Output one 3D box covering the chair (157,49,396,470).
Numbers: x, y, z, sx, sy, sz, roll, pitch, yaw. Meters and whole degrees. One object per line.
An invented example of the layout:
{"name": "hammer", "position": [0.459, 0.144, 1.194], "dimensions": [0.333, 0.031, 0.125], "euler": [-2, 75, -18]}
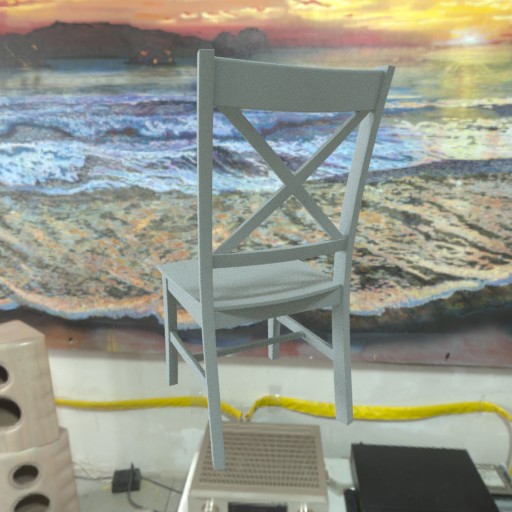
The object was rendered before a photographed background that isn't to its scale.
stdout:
{"name": "chair", "position": [0.000, 0.000, 1.276], "dimensions": [0.485, 0.983, 0.542], "euler": [-8, 17, -26]}
